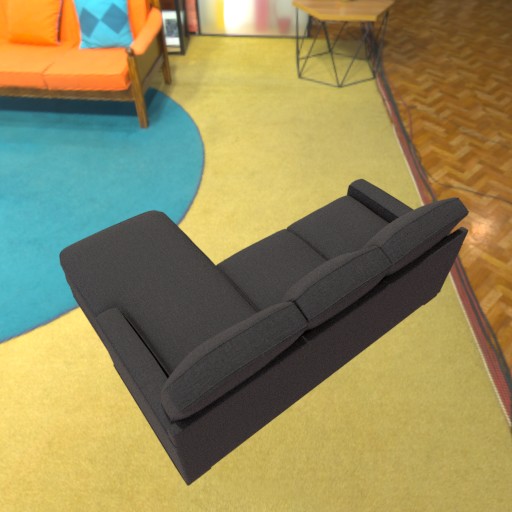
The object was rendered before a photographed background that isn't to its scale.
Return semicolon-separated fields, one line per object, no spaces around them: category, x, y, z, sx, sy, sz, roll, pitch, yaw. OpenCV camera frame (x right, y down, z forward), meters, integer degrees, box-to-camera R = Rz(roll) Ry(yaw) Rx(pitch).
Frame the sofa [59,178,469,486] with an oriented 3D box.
sofa;0.000;0.000;3.233;2.370;0.973;1.790;-29;52;-25
